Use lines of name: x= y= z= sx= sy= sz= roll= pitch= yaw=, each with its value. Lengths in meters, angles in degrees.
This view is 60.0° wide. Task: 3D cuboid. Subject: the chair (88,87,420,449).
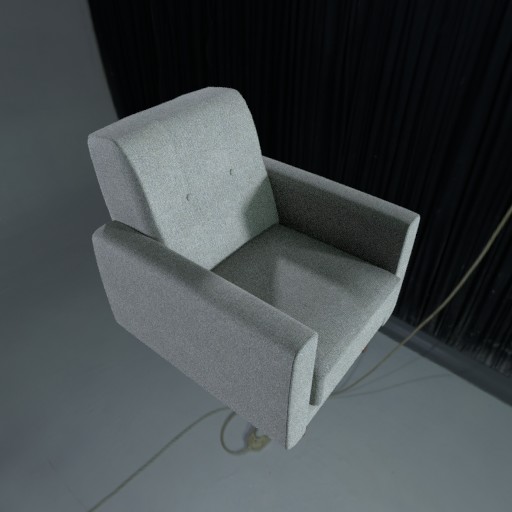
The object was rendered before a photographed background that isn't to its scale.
chair: x=0.000 y=0.000 z=1.670 sx=0.942 sy=0.968 sz=0.845 roll=26 pitch=46 yaw=28
